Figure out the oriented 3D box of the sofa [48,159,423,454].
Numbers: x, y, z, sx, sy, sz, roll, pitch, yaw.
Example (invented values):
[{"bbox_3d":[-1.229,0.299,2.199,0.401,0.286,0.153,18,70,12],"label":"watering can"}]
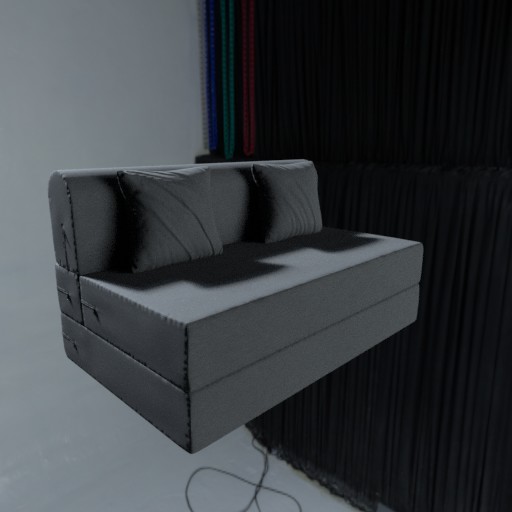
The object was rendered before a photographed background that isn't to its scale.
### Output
[{"bbox_3d":[0.000,0.000,1.683,0.762,0.670,1.225,14,20,43],"label":"sofa"}]
